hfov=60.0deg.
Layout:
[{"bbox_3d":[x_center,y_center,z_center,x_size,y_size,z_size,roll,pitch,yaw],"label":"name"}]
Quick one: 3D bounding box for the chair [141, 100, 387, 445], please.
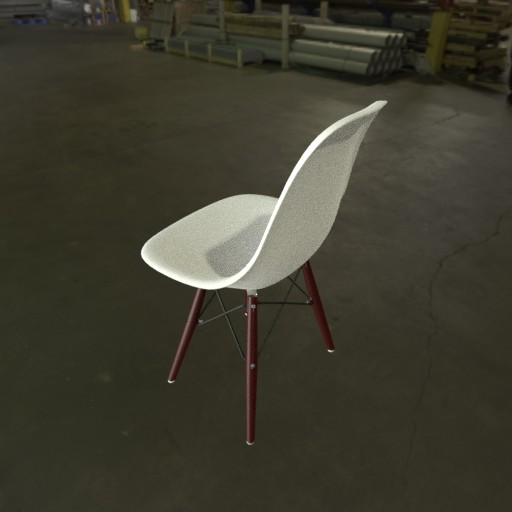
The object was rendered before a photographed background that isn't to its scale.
[{"bbox_3d":[0.000,0.000,1.144,0.533,0.826,0.470,22,39,29],"label":"chair"}]
